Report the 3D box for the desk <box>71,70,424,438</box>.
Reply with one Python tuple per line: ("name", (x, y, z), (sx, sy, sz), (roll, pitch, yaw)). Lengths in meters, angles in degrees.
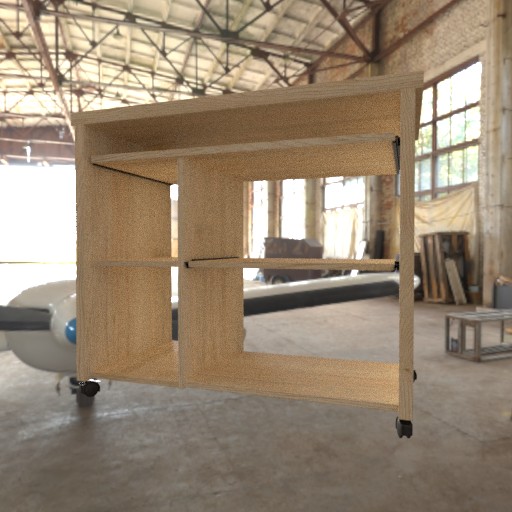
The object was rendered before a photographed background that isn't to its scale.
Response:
("desk", (0.000, 0.000, 1.278), (0.885, 0.770, 0.480), (0, 1, 19))
